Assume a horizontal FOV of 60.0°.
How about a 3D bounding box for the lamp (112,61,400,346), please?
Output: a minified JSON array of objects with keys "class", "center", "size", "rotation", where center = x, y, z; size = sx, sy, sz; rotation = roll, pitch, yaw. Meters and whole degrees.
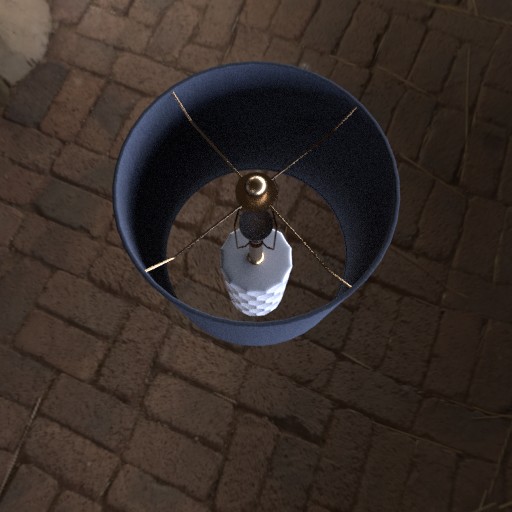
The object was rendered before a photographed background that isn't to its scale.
[{"class":"lamp","center":[0.000,0.000,0.685],"size":[0.277,0.537,0.277],"rotation":[-2,75,0]}]
